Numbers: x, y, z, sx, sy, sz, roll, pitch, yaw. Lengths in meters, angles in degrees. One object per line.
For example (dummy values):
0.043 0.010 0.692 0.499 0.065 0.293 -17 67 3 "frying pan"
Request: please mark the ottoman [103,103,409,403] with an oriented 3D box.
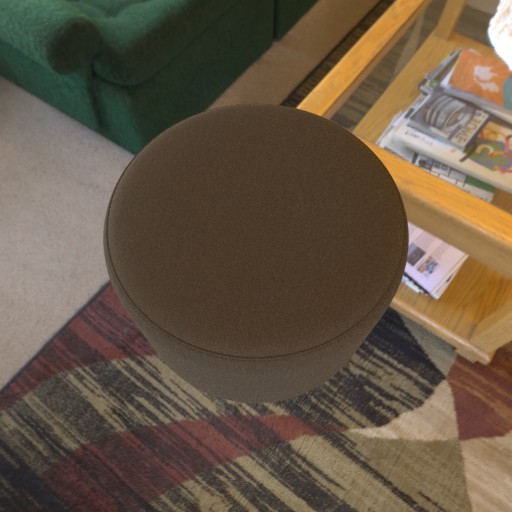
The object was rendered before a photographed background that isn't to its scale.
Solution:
0.000 0.000 1.027 0.608 0.433 0.608 0 63 0 "ottoman"
